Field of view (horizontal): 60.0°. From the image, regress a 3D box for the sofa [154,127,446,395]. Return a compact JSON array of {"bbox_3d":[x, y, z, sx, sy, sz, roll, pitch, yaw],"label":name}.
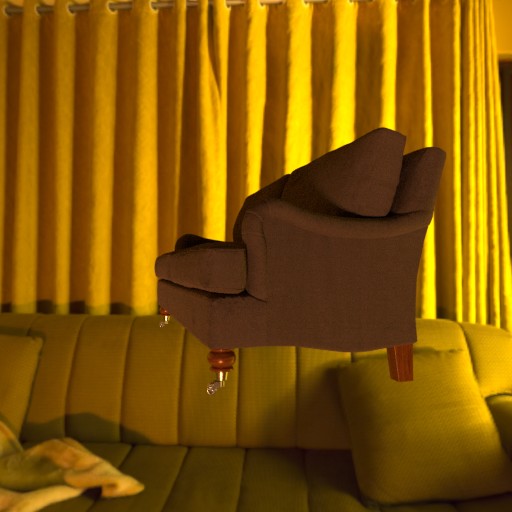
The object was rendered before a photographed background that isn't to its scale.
[{"bbox_3d":[0.000,0.000,2.735,1.086,1.087,2.165,0,-1,-18],"label":"sofa"}]
